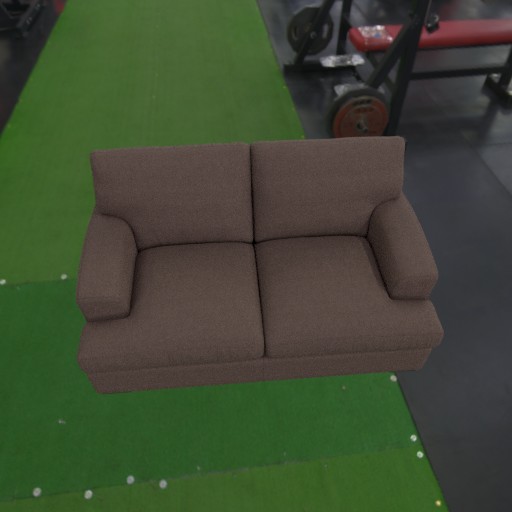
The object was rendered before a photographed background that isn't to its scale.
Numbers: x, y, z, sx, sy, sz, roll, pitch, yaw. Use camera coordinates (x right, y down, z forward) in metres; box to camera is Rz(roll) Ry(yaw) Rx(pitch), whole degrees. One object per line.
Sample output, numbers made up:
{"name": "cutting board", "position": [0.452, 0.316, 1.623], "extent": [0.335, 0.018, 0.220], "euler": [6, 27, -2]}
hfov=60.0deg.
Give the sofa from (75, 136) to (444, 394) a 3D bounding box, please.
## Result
{"name": "sofa", "position": [0.000, 0.000, 2.480], "extent": [1.869, 0.950, 1.140], "euler": [-3, 47, -3]}
